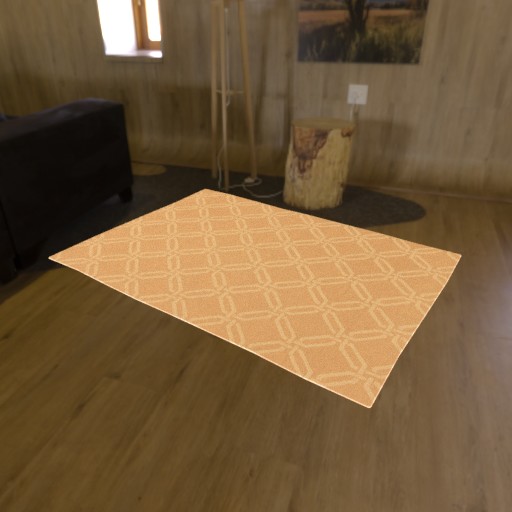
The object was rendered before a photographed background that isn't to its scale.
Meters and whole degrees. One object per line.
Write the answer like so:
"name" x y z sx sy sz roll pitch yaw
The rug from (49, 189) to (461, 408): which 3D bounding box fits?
"rug" 0.000 0.000 2.787 2.135 0.013 1.524 18 34 30
